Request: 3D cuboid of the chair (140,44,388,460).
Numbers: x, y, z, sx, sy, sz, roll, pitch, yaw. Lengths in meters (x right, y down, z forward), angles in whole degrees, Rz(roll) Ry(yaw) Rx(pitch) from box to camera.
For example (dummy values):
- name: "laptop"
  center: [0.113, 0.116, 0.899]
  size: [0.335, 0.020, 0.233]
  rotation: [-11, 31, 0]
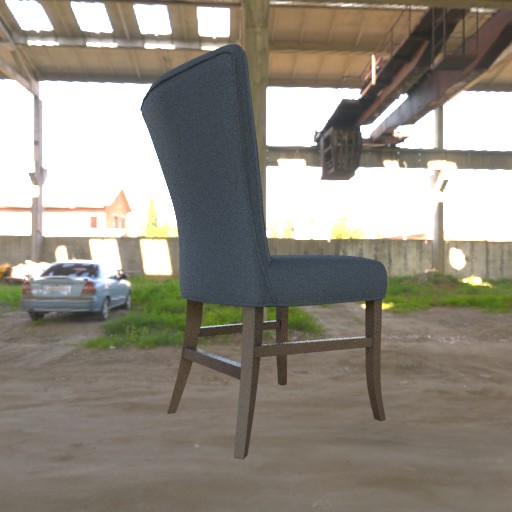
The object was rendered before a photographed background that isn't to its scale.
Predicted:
- name: "chair"
  center: [0.000, 0.000, 1.361]
  size: [0.660, 0.991, 0.520]
  rotation: [0, -1, -36]
